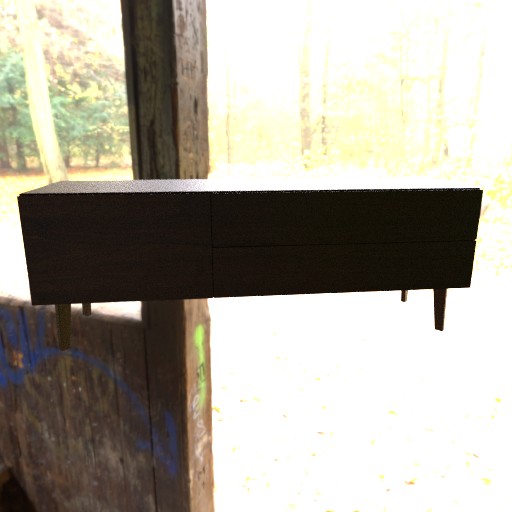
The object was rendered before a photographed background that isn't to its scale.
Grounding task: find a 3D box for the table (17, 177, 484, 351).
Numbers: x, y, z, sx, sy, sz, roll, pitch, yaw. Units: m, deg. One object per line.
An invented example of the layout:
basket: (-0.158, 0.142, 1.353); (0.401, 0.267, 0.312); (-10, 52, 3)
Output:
table: (0.000, 0.000, 1.576); (1.397, 0.508, 0.405); (-2, 15, -6)
